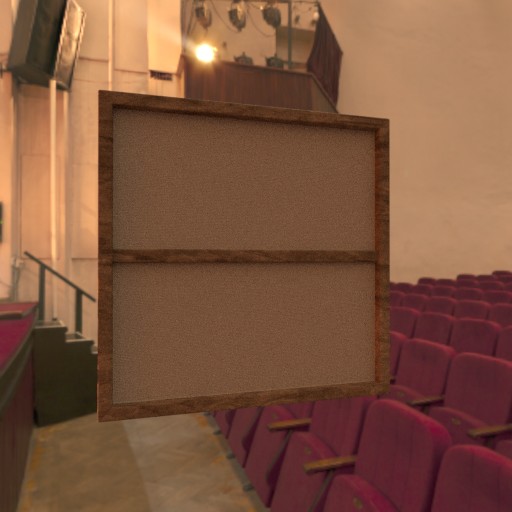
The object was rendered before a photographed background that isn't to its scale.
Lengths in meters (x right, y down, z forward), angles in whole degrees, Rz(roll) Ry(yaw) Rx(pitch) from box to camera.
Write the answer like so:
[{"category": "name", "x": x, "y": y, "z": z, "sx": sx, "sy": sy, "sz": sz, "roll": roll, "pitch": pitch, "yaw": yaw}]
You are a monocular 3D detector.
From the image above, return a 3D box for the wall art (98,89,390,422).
[{"category": "wall art", "x": 0.000, "y": 0.000, "z": 1.111, "sx": 0.747, "sy": 0.747, "sz": 0.035, "roll": 0, "pitch": 0, "yaw": -16}]
